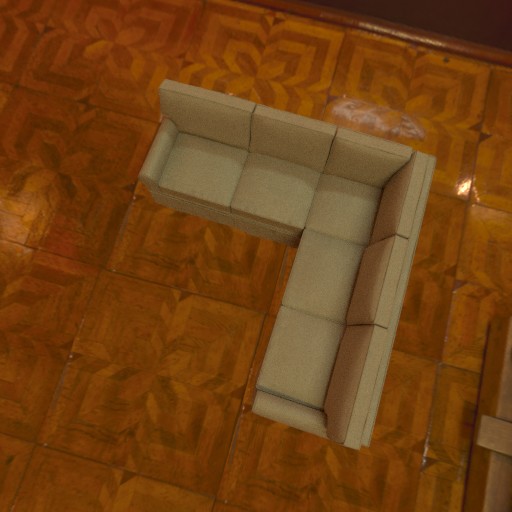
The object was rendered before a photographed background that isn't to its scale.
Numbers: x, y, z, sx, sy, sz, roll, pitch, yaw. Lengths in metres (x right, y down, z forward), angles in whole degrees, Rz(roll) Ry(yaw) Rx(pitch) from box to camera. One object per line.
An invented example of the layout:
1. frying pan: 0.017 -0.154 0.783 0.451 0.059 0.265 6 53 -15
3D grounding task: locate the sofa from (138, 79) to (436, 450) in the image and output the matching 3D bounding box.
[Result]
1. sofa: 0.000 0.000 4.083 2.618 1.081 2.623 17 76 5
